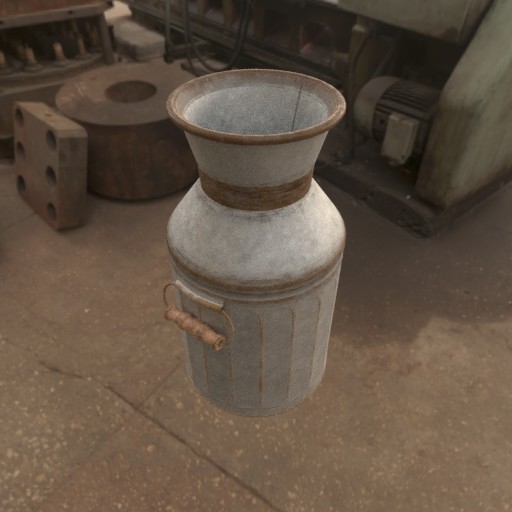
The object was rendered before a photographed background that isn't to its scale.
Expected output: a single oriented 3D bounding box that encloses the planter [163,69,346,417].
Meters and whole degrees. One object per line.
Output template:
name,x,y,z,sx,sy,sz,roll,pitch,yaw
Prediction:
planter,0.000,0.000,0.550,0.214,0.396,0.245,26,47,27
